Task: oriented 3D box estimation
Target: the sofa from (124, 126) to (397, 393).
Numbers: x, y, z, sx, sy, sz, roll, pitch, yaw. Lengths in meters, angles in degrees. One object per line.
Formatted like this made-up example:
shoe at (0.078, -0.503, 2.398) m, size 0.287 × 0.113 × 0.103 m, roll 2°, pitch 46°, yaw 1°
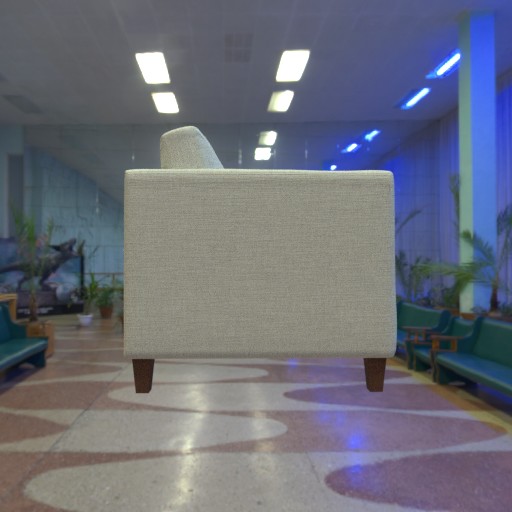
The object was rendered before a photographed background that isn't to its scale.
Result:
sofa at (0.000, 0.000, 2.395) m, size 0.950 × 0.963 × 1.838 m, roll 0°, pitch 0°, yaw -1°
